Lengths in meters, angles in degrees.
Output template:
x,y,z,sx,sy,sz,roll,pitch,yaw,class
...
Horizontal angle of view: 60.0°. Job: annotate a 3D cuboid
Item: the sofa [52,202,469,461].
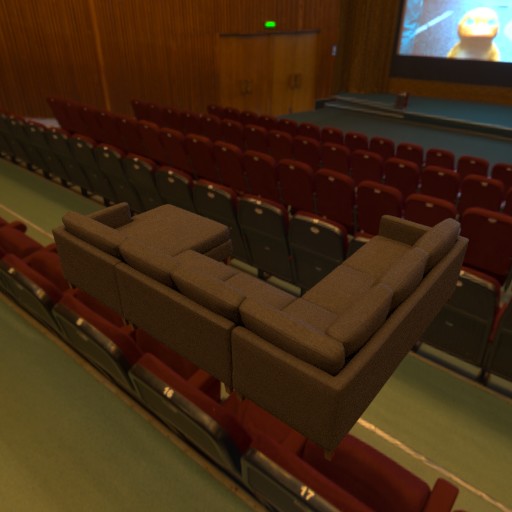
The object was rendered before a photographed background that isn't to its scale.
x,y,z,sx,sy,sz,roll,pitch,yaw,class
0.000,0.000,4.637,3.460,0.961,2.594,23,38,33,sofa
